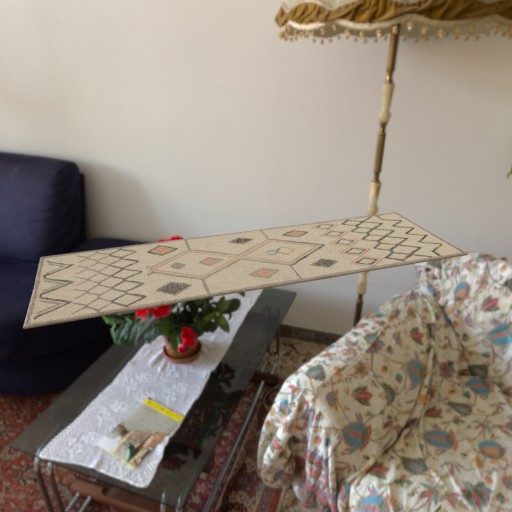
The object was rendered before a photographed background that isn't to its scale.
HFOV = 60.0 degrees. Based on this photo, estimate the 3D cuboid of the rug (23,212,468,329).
[{"bbox_3d":[0.000,0.000,2.640,2.435,0.011,0.750,-8,27,-16],"label":"rug"}]
